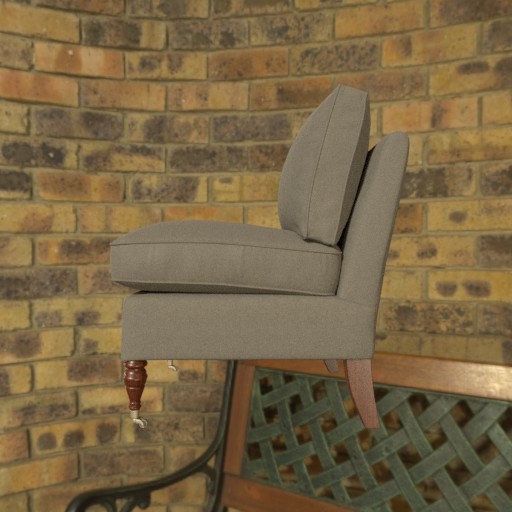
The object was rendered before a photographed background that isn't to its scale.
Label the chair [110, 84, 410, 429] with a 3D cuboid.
[{"bbox_3d":[0.000,0.000,1.670,0.924,1.045,0.724,0,1,-1],"label":"chair"}]
